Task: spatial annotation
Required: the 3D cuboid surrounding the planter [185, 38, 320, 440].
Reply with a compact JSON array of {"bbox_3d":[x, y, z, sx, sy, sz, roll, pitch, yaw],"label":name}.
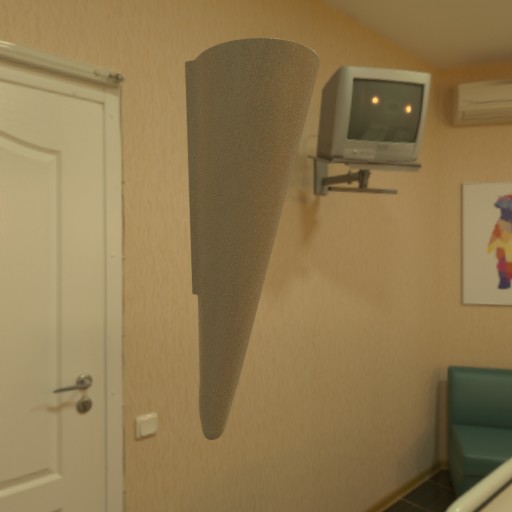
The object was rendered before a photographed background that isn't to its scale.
[{"bbox_3d":[0.000,0.000,0.223,0.064,0.191,0.057,0,0,19],"label":"planter"}]
